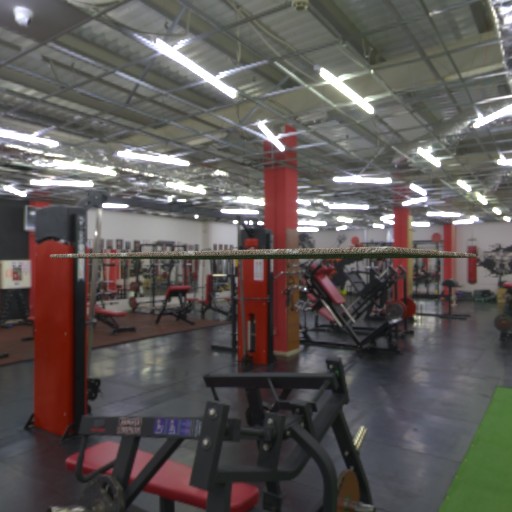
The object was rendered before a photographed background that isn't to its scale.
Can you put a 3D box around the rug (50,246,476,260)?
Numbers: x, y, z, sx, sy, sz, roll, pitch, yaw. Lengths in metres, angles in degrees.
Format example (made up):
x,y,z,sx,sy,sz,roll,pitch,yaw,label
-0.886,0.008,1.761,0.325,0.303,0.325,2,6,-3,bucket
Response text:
x,y,z,sx,sy,sz,roll,pitch,yaw,label
0.000,0.000,3.384,2.743,0.030,1.778,-1,-1,37,rug
